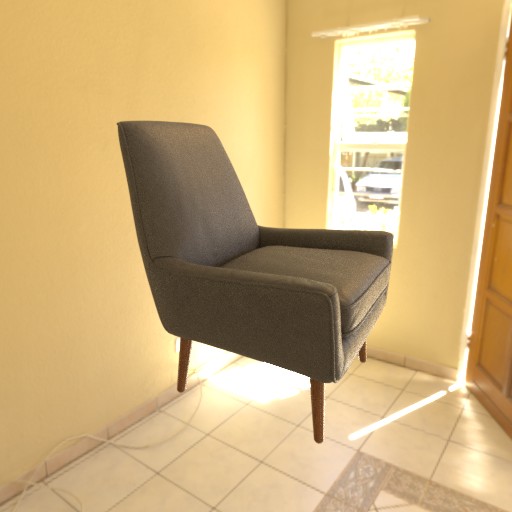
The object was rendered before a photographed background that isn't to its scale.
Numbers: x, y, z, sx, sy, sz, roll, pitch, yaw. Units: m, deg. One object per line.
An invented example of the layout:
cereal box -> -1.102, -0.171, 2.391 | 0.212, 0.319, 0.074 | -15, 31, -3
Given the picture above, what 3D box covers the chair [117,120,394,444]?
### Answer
chair -> 0.000, 0.000, 1.511 | 0.822, 0.888, 0.787 | 7, 16, 26
